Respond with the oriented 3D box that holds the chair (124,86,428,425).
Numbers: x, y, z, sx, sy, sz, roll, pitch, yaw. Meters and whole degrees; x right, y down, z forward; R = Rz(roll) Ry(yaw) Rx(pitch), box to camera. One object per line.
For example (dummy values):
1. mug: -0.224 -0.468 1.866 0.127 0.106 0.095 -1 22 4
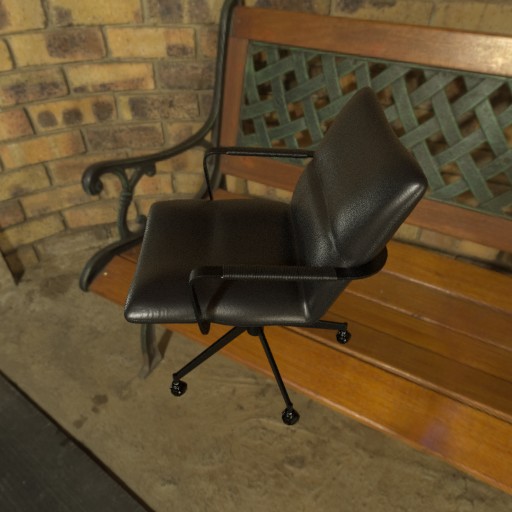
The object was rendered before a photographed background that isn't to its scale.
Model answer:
1. chair: 0.000 0.000 1.446 0.748 0.922 0.719 -1 41 -1
